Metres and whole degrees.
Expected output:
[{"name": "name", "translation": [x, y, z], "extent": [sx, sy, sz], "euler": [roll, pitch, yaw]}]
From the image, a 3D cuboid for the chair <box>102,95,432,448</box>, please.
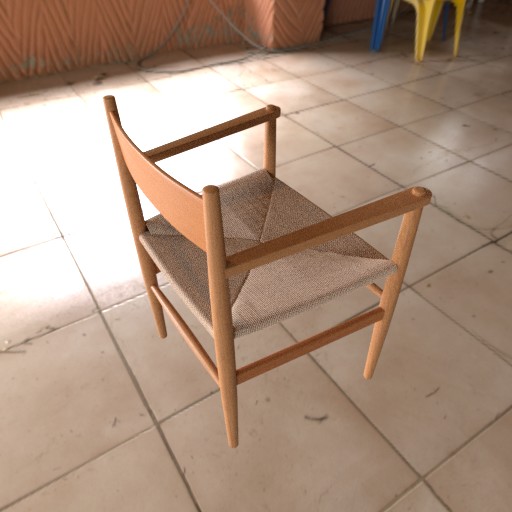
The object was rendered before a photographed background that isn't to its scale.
[{"name": "chair", "translation": [0.000, 0.000, 1.109], "extent": [0.495, 0.762, 0.556], "euler": [-23, 46, -25]}]
